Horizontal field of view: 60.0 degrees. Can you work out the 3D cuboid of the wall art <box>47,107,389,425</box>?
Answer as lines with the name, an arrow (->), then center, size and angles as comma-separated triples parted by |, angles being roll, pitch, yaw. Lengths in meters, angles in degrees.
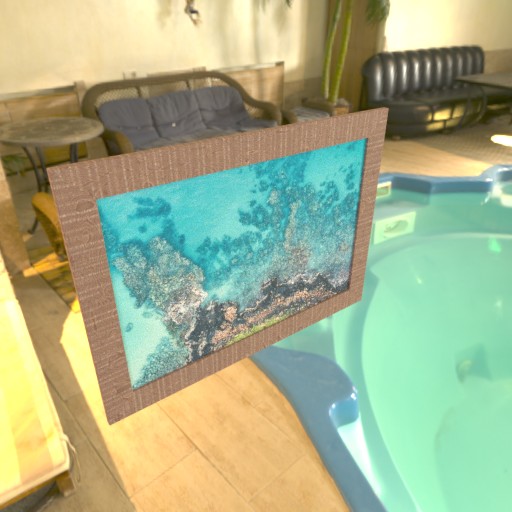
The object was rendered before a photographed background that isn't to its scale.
wall art -> 0.000, 0.000, 1.364 | 1.056, 0.761, 0.020 | -20, 35, -31
